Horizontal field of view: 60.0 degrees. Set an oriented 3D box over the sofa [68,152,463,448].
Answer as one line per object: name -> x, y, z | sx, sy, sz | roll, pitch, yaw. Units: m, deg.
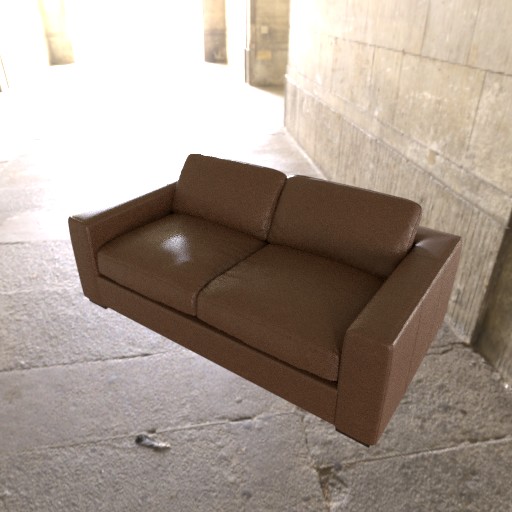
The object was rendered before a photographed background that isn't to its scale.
sofa -> 0.000, 0.000, 2.481 | 1.920, 0.800, 1.070 | 19, 35, 30
